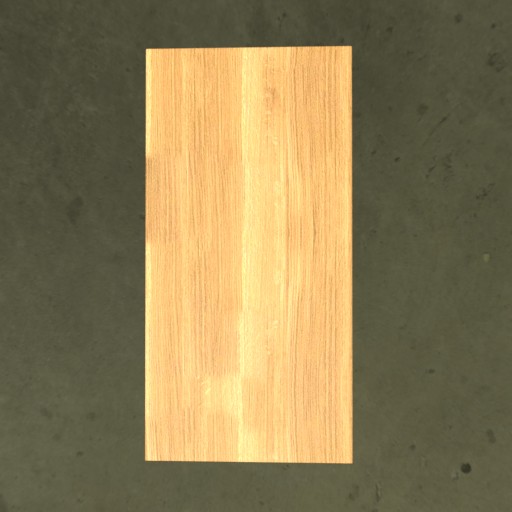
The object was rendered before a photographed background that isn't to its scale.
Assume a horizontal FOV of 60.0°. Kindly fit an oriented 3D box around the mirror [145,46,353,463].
[{"bbox_3d":[0.000,0.000,1.353,0.400,1.000,0.800,0,90,2],"label":"mirror"}]
